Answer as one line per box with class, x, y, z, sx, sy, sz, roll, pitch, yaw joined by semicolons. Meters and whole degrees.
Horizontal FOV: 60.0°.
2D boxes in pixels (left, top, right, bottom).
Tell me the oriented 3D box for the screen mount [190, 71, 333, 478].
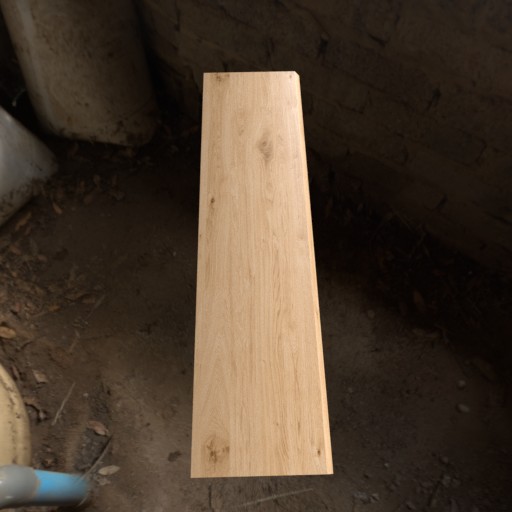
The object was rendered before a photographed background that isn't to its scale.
screen mount;0.000;0.000;1.927;0.450;0.430;1.700;-1;66;-1
